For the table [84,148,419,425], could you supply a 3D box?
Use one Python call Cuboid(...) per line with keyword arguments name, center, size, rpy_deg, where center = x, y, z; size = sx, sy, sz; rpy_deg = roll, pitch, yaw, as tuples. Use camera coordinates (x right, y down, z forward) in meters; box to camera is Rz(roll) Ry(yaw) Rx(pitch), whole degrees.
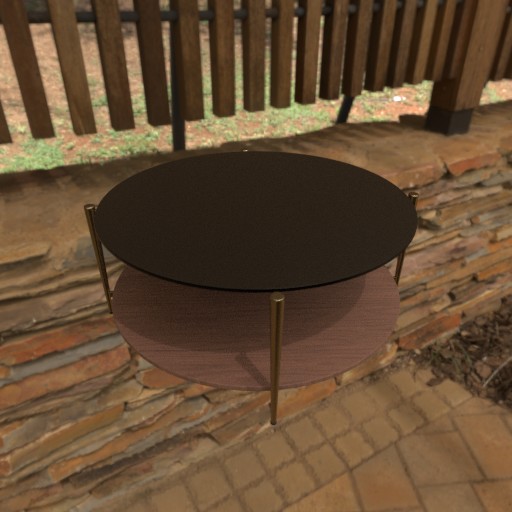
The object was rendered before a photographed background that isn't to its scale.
Cuboid(name="table", center=(0.000, 0.000, 1.448), size=(0.938, 0.400, 0.938), rpy_deg=(-20, 36, -30))
